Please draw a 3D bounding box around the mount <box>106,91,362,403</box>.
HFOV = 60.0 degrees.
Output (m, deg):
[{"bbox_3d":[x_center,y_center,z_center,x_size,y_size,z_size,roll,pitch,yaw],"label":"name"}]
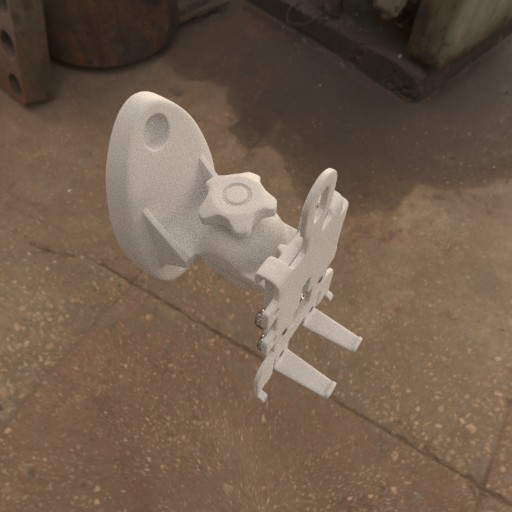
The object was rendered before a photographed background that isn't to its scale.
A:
[{"bbox_3d":[0.000,0.000,0.176,0.100,0.118,0.066,30,62,18],"label":"mount"}]
